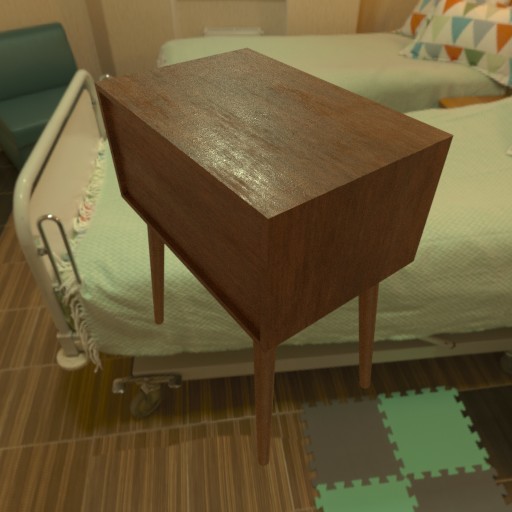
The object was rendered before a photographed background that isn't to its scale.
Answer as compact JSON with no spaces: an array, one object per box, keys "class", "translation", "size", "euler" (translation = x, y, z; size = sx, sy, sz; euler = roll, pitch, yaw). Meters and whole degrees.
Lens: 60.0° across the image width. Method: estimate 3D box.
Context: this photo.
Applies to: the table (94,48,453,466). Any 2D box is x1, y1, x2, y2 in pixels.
[{"class":"table","translation":[0.000,0.000,0.831],"size":[0.307,0.580,0.454],"euler":[-26,48,-27]}]
